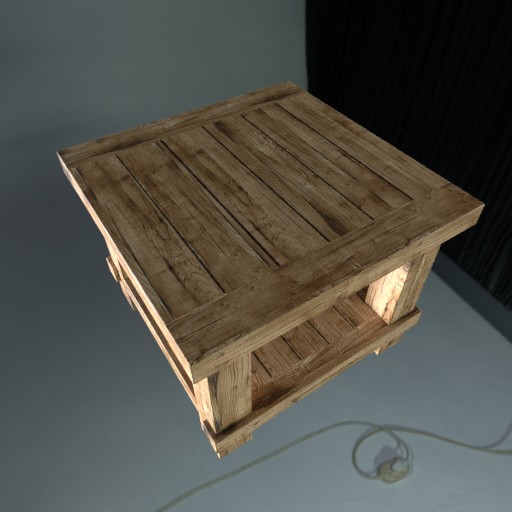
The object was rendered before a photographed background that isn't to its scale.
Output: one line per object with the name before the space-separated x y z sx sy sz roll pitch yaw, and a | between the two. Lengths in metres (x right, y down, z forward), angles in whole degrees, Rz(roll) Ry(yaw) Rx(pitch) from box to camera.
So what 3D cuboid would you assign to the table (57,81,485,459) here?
table | 0.000 0.000 1.041 0.610 0.457 0.610 -25 51 -22
